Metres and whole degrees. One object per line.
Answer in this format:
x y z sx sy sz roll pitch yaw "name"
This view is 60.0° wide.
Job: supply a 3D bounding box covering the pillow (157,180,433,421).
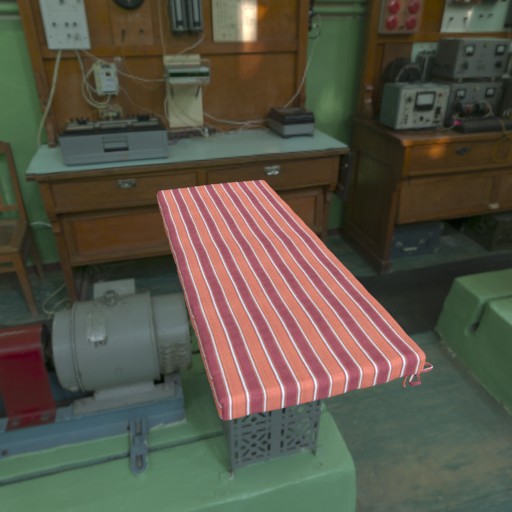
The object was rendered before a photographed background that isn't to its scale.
0.000 0.000 1.374 0.492 0.081 1.187 -8 31 -15 "pillow"
